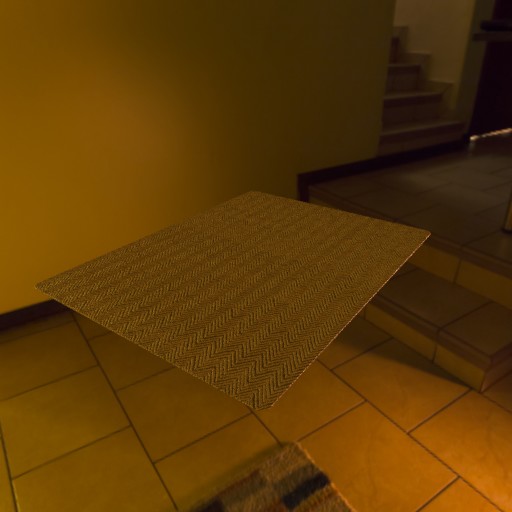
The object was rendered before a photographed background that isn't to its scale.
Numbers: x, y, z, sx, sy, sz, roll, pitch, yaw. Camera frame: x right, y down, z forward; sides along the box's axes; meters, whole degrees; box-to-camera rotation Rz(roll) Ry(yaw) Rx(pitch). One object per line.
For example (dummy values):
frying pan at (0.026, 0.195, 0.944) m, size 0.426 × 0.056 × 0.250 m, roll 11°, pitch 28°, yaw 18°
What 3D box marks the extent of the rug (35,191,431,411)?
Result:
rug at (0.000, 0.000, 4.328) m, size 2.439 × 0.014 × 3.207 m, roll 18°, pitch 32°, yaw 32°
